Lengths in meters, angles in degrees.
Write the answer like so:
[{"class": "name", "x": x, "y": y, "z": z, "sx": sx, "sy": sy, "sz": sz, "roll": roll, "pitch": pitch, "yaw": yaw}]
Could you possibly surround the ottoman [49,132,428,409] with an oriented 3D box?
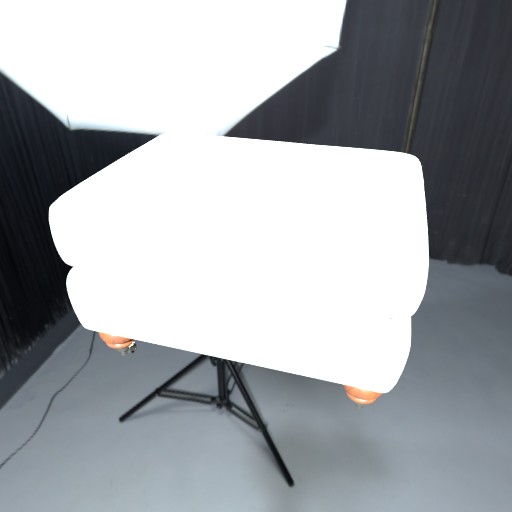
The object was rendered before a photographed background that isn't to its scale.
[{"class": "ottoman", "x": 0.000, "y": 0.000, "z": 1.141, "sx": 0.773, "sy": 0.499, "sz": 0.569, "roll": 9, "pitch": 32, "yaw": 14}]
